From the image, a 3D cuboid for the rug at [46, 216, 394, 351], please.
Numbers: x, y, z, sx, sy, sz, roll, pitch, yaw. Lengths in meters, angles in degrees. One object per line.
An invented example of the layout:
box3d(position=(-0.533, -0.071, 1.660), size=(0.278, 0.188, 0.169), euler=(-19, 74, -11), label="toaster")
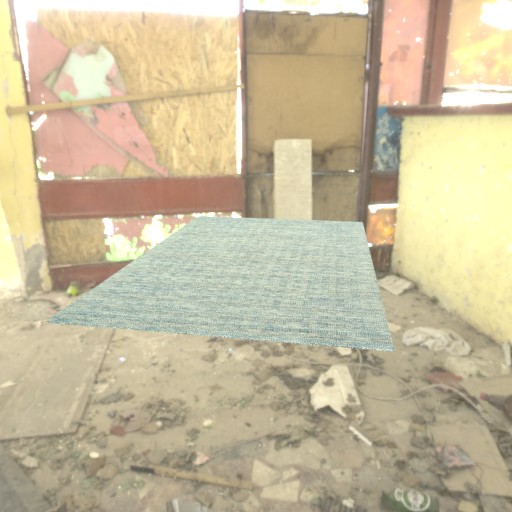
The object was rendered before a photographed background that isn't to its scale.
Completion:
box3d(position=(0.000, 0.000, 2.237), size=(1.142, 0.006, 1.752), euler=(3, 17, 10), label="rug")
